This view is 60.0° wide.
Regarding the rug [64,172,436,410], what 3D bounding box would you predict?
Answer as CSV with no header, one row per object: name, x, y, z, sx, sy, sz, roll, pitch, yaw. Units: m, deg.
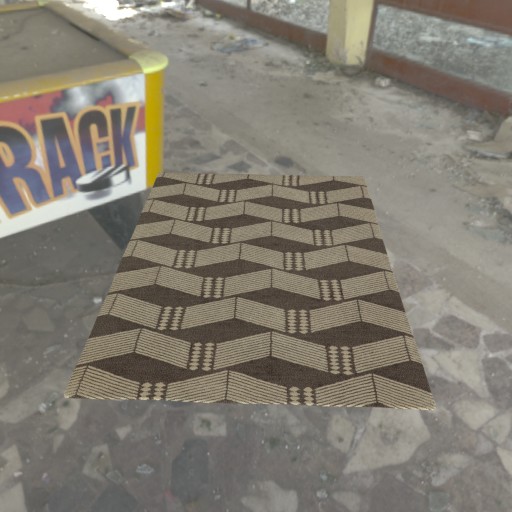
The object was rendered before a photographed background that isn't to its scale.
rug,0.000,0.000,4.062,2.438,0.016,3.048,1,39,2
